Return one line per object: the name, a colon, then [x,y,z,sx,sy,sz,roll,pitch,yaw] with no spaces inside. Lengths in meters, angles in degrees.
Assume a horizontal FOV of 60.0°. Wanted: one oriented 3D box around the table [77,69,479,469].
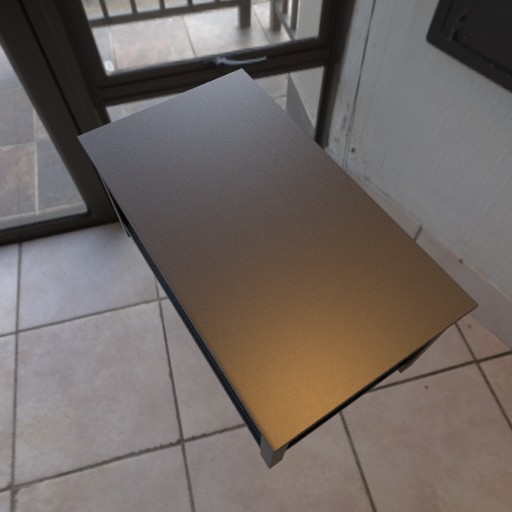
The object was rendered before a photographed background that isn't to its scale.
table: [0.000,0.000,1.426,0.612,0.493,1.068,-29,63,-16]
